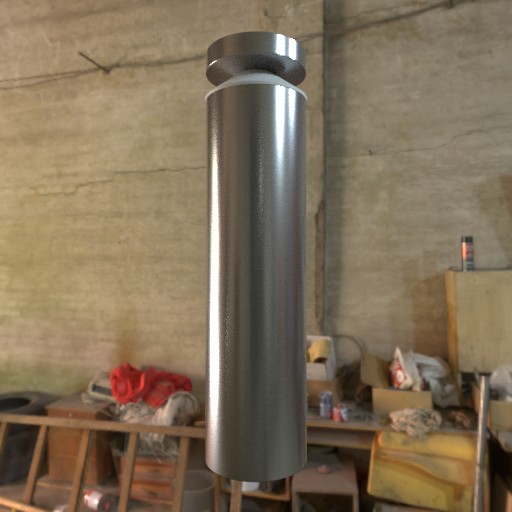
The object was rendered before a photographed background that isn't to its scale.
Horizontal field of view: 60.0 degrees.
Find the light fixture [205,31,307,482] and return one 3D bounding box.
[{"bbox_3d":[0.000,0.000,0.443,0.102,0.400,0.102,0,-1,-19],"label":"light fixture"}]
